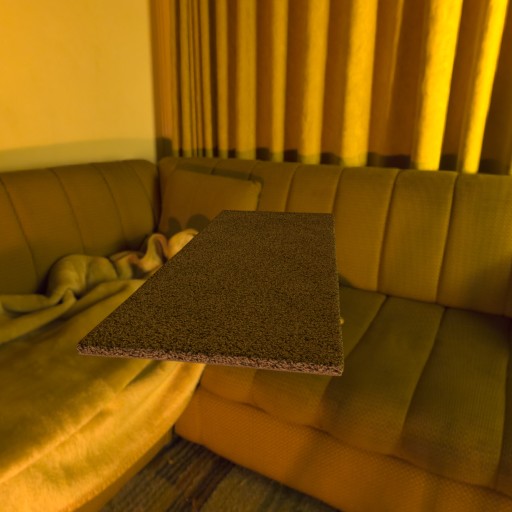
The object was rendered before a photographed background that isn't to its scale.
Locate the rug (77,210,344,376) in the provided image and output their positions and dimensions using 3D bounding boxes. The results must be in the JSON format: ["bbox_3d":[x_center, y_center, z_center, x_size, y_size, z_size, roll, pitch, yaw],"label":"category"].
[{"bbox_3d":[0.000,0.000,1.691,0.609,0.030,1.524,3,18,8],"label":"rug"}]
